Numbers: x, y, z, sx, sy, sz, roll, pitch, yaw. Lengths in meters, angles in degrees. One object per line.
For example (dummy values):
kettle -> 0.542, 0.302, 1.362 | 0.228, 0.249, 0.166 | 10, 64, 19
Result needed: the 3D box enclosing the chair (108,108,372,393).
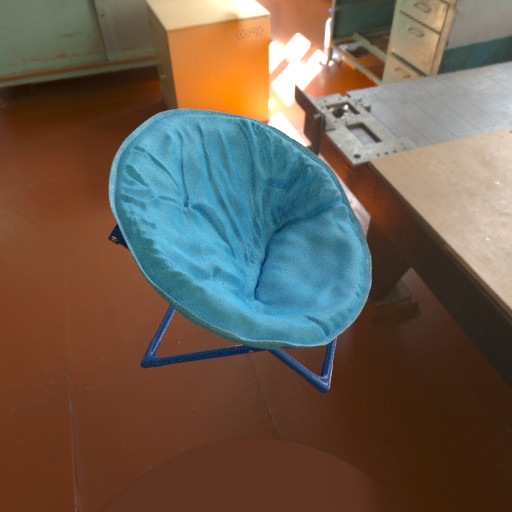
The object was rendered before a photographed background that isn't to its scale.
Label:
chair -> 0.000, 0.000, 0.894 | 0.465, 0.478, 0.520 | 11, 47, 10
